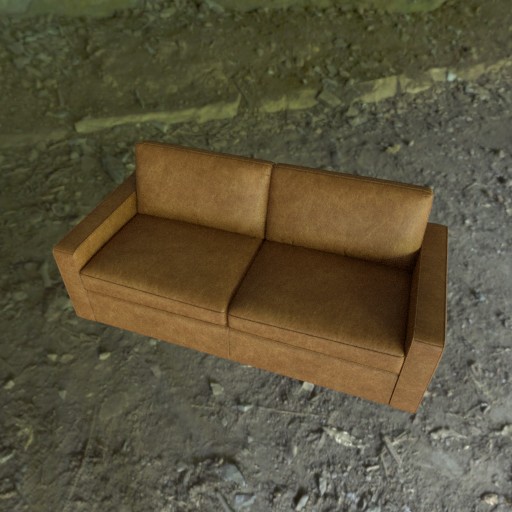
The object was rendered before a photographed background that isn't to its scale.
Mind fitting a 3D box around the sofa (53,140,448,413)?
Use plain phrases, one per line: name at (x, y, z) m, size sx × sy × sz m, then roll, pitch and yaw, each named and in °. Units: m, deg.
sofa at (0.000, 0.000, 2.645) m, size 2.156 × 0.928 × 0.991 m, roll 13°, pitch 42°, yaw 14°
